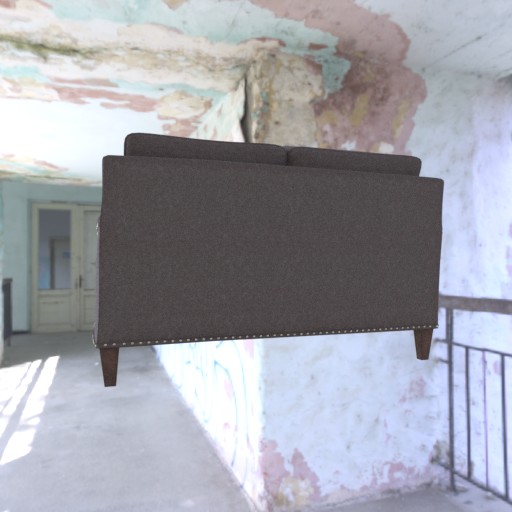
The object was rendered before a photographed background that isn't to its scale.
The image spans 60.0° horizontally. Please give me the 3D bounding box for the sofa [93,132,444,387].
[{"bbox_3d":[0.000,0.000,2.318,1.597,1.003,1.084,0,-1,-18],"label":"sofa"}]
